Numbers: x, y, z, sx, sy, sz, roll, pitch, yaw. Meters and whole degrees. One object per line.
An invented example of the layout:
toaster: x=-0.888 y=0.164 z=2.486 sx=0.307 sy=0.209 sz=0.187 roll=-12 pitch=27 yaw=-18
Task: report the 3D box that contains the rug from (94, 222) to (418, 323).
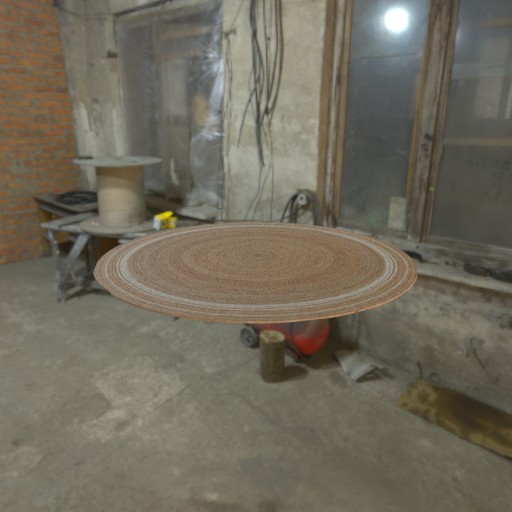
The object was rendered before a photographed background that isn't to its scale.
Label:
rug: x=0.000 y=0.000 z=3.554 sx=2.444 sy=0.015 sz=2.444 roll=0 pitch=17 yaw=0
